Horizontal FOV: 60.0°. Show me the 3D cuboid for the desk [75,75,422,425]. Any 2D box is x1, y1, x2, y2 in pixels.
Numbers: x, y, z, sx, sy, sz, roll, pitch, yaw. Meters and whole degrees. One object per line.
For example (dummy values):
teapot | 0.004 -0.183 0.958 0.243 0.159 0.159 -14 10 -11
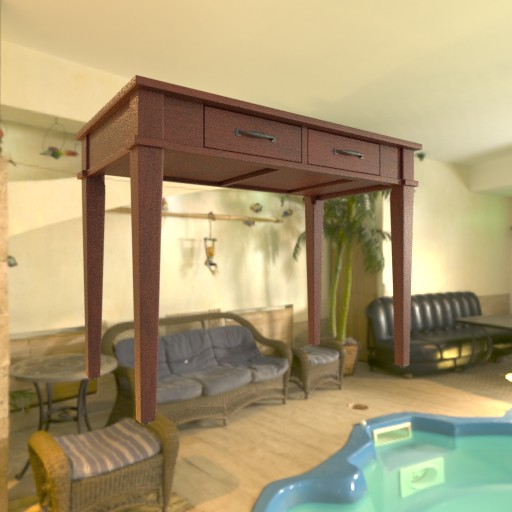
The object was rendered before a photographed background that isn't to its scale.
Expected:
desk | 0.000 0.000 1.447 1.001 0.762 0.549 0 0 -35
